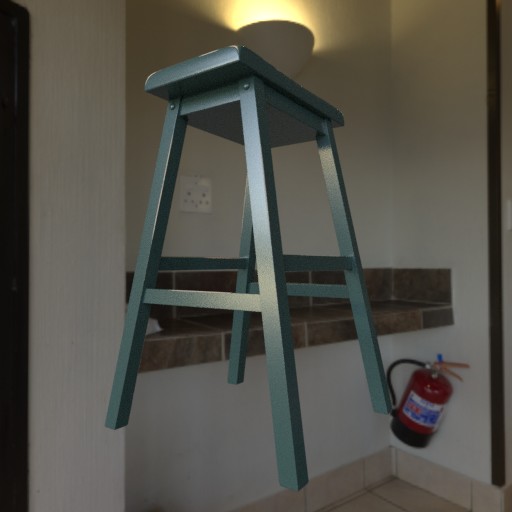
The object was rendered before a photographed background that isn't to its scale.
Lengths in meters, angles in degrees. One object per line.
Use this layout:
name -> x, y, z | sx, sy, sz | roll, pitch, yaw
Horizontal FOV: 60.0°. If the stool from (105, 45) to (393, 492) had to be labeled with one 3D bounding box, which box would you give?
stool -> 0.000, 0.000, 1.011 | 0.476, 0.737, 0.457 | -1, -1, 35
